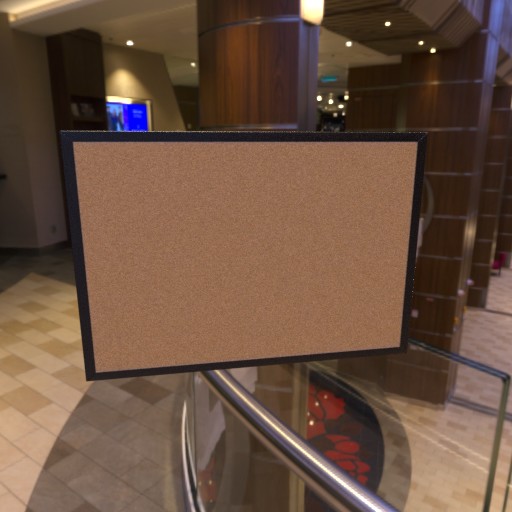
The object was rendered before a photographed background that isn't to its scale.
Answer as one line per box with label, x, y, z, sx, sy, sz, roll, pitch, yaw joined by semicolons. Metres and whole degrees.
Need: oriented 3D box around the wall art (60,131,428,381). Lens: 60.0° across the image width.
wall art;0.000;0.000;0.567;0.440;0.306;0.013;-3;15;-10
